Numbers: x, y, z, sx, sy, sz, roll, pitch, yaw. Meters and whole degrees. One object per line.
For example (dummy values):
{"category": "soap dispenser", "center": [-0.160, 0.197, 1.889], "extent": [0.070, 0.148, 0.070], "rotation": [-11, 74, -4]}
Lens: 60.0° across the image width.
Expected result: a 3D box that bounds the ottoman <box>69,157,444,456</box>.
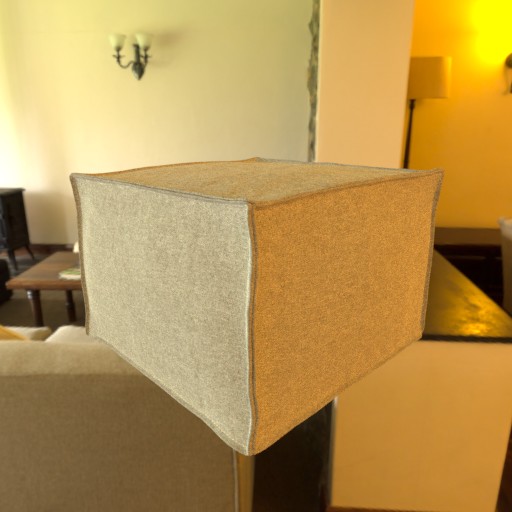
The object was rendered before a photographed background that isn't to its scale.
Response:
{"category": "ottoman", "center": [0.000, 0.000, 1.156], "extent": [0.707, 0.470, 0.696], "rotation": [-16, 23, -43]}
